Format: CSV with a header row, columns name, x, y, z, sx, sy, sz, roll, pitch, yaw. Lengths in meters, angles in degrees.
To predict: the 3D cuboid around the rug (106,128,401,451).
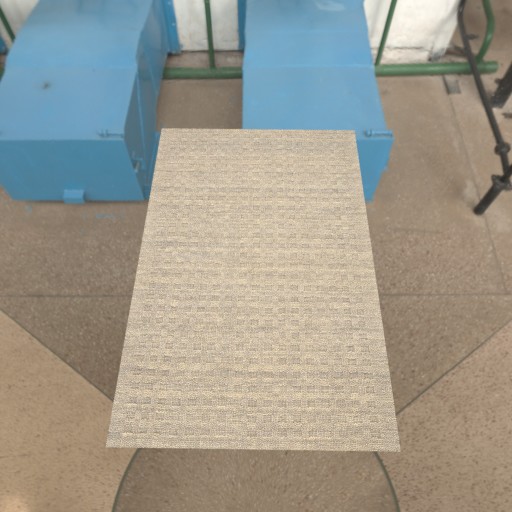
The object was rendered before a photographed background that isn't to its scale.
name,x,y,z,sx,sy,sz,roll,pitch,yaw
rug,0.000,0.000,2.172,1.142,0.006,1.752,1,59,0
